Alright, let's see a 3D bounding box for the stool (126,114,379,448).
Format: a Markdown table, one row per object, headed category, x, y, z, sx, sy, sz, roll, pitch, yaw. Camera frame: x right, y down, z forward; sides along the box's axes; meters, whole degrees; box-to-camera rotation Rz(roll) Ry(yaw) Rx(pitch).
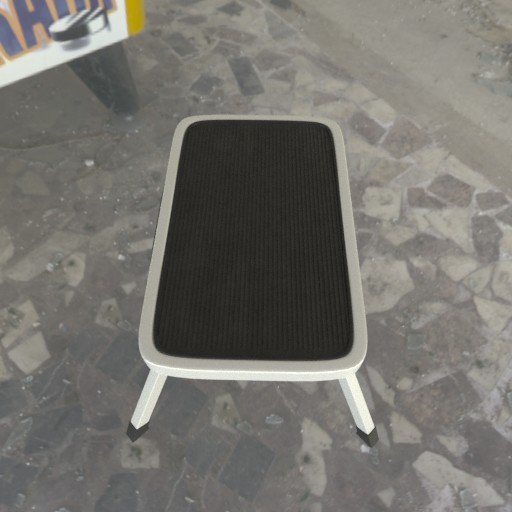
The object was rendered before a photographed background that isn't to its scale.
| category | x | y | z | sx | sy | sz | roll | pitch | yaw |
| --- | --- | --- | --- | --- | --- | --- | --- | --- | --- |
| stool | 0.000 | 0.000 | 0.612 | 0.320 | 0.170 | 0.460 | 1 | 57 | 1 |
